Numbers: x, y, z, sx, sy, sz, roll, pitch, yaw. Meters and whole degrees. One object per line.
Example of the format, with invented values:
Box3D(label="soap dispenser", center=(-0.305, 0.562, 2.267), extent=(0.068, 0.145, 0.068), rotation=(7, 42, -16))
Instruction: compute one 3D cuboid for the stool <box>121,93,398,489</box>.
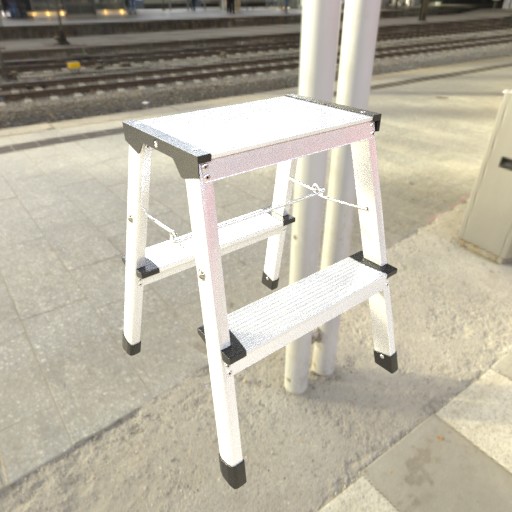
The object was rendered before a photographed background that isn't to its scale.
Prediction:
Box3D(label="stool", center=(0.000, 0.000, 0.781), extent=(0.404, 0.480, 0.405), rotation=(-22, 37, -32))
